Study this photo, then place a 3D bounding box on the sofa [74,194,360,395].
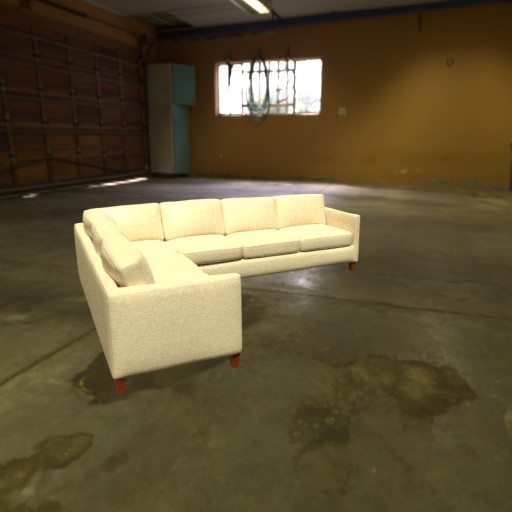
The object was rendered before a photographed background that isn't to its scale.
[{"bbox_3d":[0.000,0.000,4.574,3.302,0.947,2.593,-7,17,-25],"label":"sofa"}]
